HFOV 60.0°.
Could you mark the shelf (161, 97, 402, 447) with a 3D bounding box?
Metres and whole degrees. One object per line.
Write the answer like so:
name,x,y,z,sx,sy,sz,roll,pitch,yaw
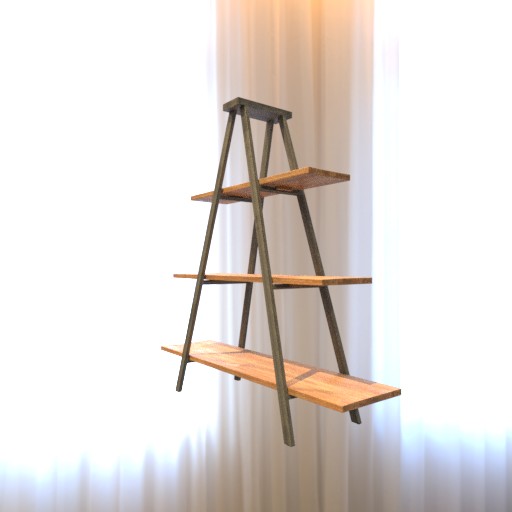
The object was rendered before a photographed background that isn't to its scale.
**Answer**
shelf,0.000,0.000,2.706,0.508,1.808,1.746,1,-1,-38
